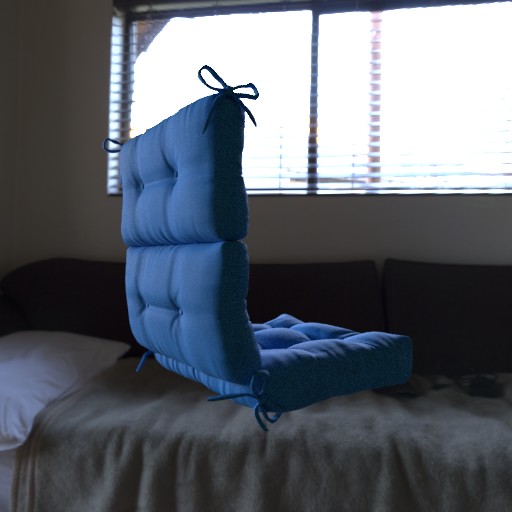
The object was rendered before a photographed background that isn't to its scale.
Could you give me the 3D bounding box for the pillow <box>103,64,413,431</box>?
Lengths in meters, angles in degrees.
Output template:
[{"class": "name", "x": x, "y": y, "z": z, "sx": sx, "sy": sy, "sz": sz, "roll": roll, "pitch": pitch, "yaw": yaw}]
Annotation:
[{"class": "pillow", "x": 0.000, "y": 0.000, "z": 1.041, "sx": 0.571, "sy": 0.605, "sz": 0.519, "roll": 0, "pitch": 0, "yaw": -36}]
